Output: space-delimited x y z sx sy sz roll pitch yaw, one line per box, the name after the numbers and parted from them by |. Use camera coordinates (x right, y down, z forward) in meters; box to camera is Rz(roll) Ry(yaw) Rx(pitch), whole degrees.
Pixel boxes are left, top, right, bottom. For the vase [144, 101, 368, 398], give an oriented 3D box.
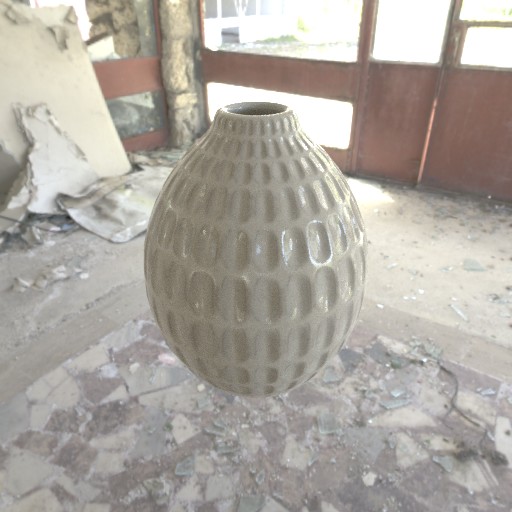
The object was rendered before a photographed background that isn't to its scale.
0.000 0.000 0.258 0.128 0.167 0.128 0 30 0 | vase
